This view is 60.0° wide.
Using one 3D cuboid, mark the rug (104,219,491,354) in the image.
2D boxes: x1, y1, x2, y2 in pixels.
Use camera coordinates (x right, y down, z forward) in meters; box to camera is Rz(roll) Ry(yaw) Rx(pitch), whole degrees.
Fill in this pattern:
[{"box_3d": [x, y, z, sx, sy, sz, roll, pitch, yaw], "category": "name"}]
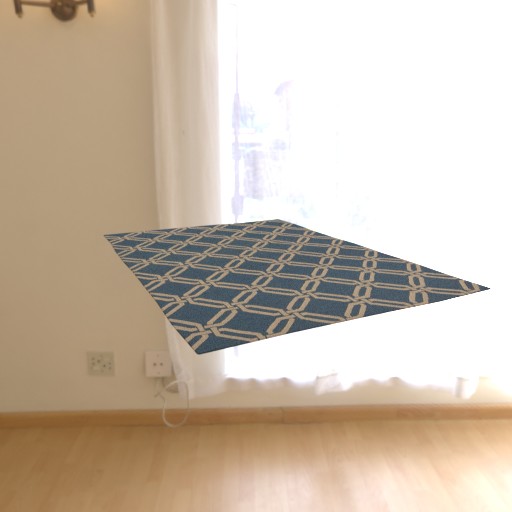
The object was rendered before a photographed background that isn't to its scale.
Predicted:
[{"box_3d": [0.000, 0.000, 2.745, 1.524, 0.013, 2.135, -7, 17, -26], "category": "rug"}]
